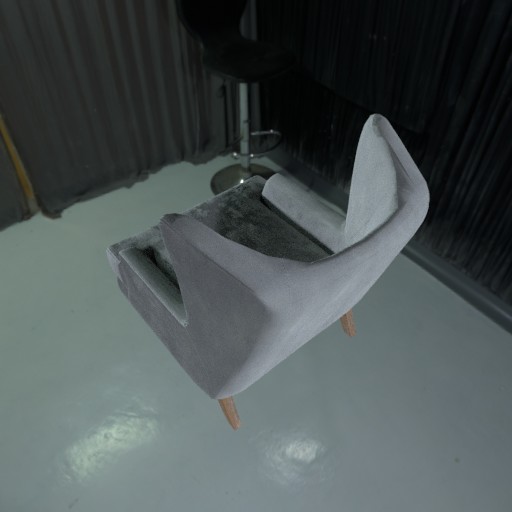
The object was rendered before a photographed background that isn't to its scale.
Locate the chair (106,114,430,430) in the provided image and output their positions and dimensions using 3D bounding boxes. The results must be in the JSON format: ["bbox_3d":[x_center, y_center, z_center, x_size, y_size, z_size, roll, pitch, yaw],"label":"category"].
[{"bbox_3d":[0.000,0.000,1.589,0.784,0.950,0.906,-31,53,-27],"label":"chair"}]
